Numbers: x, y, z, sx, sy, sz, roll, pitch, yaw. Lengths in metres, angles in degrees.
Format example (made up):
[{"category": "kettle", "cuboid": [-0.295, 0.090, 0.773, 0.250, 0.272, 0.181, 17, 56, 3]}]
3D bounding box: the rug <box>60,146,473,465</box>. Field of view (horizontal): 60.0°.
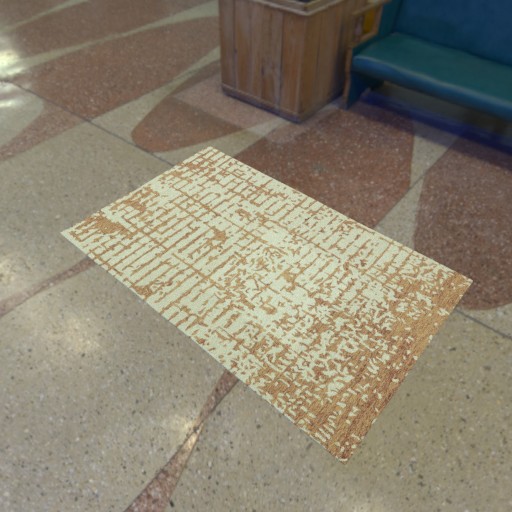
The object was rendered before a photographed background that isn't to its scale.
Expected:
[{"category": "rug", "cuboid": [0.000, 0.000, 3.045, 2.435, 0.011, 1.517, 32, 54, 27]}]
